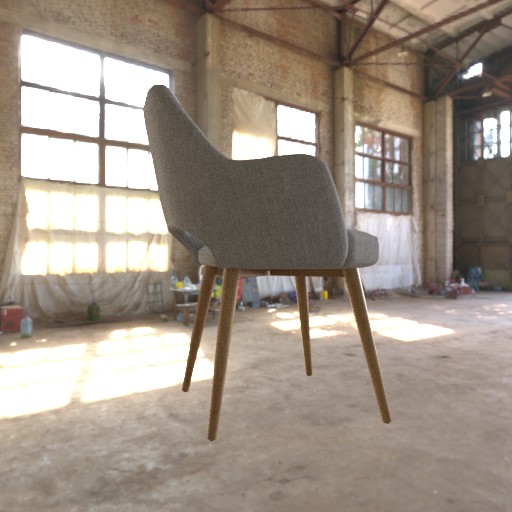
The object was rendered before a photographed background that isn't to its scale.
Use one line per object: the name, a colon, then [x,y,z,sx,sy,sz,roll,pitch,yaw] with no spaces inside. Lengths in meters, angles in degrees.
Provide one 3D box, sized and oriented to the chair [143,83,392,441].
chair: [0.000,0.000,1.245,0.610,0.840,0.590,0,0,-18]
